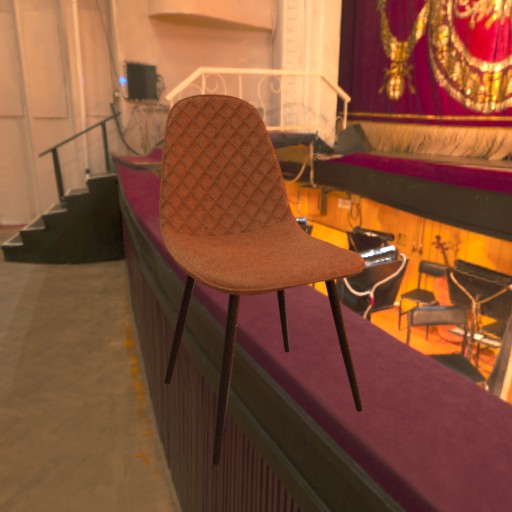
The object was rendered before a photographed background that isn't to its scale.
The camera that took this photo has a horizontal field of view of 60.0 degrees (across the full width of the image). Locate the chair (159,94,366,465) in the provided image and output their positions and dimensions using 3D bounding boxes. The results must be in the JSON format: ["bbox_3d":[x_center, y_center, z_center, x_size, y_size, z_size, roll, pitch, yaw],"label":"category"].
[{"bbox_3d":[0.000,0.000,1.251,0.472,0.889,0.561,-8,18,-27],"label":"chair"}]
